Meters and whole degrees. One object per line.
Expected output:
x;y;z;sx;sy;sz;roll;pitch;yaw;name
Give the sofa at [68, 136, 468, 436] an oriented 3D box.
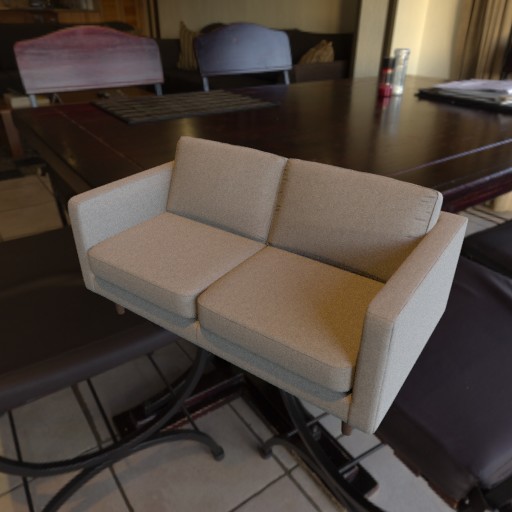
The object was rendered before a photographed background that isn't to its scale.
0.000;0.000;2.278;1.731;0.900;1.000;19;35;30;sofa
